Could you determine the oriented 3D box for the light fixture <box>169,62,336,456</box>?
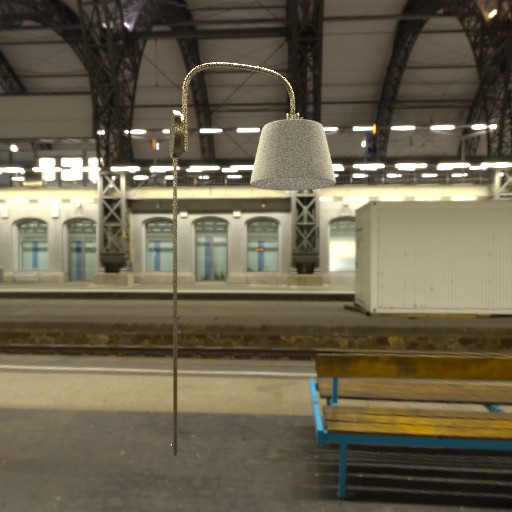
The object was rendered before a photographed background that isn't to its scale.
[{"bbox_3d":[0.000,0.000,0.469,0.176,0.399,0.092,0,0,-18],"label":"light fixture"}]
